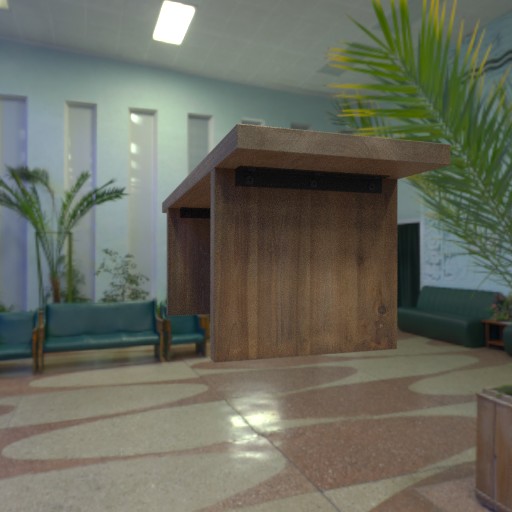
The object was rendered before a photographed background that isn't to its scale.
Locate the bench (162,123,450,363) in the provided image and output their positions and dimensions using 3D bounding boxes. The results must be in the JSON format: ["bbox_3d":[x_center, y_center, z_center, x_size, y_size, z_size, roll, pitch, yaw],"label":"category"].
[{"bbox_3d":[0.000,0.000,1.406,0.458,0.458,1.183,0,0,-18],"label":"bench"}]
